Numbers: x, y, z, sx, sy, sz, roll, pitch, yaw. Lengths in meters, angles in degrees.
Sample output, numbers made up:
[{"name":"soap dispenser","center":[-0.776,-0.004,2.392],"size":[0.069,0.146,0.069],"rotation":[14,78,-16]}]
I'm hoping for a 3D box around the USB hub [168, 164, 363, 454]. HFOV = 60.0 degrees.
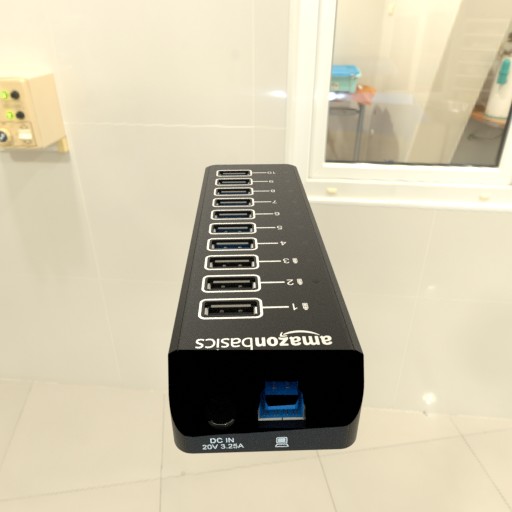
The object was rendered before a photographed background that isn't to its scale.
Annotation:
[{"name":"USB hub","center":[0.000,0.000,0.161],"size":[0.044,0.023,0.145],"rotation":[-1,30,-2]}]
